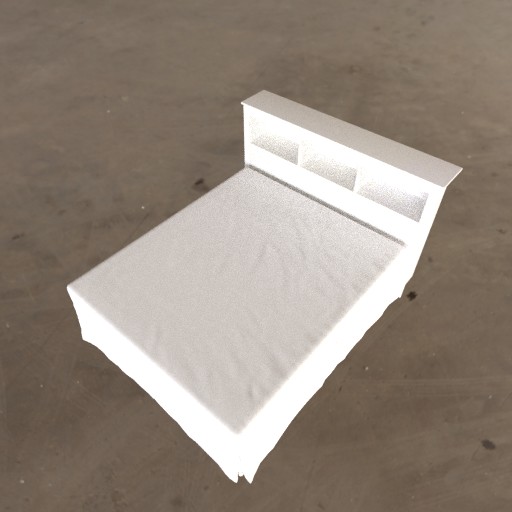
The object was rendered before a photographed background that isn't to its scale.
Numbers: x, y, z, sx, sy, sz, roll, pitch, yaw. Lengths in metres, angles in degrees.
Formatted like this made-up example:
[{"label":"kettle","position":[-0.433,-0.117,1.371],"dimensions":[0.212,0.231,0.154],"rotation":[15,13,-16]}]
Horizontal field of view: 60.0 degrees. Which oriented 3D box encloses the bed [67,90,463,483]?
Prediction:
[{"label":"bed","position":[0.000,0.000,3.062],"dimensions":[1.671,1.092,2.133],"rotation":[32,54,27]}]
